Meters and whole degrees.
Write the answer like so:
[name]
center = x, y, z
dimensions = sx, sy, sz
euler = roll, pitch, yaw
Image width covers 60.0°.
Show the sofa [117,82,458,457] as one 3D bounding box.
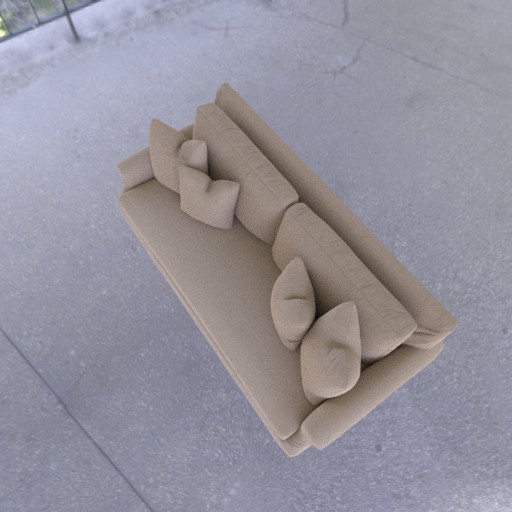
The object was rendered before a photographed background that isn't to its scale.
[sofa]
center = 0.000, 0.000, 2.865
dimensions = 1.067, 0.904, 2.285
euler = -32, 67, -16
